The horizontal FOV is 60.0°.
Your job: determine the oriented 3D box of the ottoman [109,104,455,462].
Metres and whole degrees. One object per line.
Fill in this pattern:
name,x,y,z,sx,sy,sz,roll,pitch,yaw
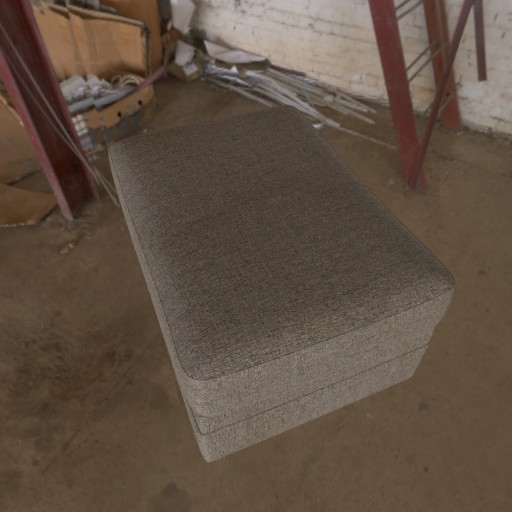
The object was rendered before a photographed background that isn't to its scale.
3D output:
ottoman,0.000,0.000,1.277,0.637,0.478,0.885,-17,49,-15
